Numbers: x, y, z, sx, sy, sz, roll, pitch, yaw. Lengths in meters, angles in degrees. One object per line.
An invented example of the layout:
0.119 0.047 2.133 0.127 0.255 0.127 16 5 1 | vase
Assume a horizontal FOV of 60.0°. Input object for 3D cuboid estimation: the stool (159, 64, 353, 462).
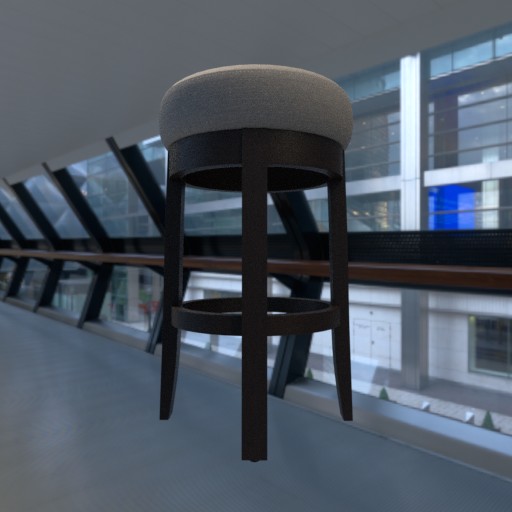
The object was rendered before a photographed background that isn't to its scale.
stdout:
0.000 0.000 1.033 0.443 0.757 0.443 0 0 0 | stool
